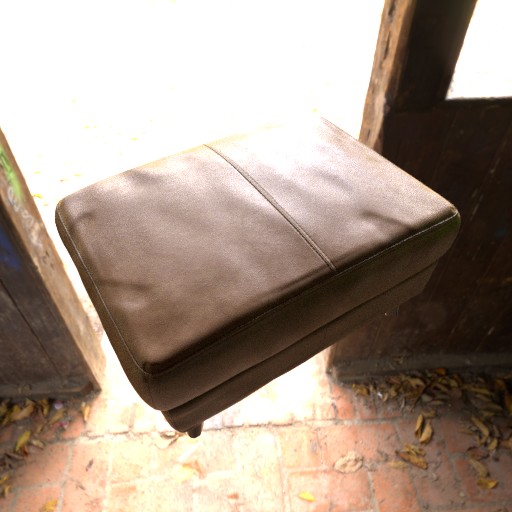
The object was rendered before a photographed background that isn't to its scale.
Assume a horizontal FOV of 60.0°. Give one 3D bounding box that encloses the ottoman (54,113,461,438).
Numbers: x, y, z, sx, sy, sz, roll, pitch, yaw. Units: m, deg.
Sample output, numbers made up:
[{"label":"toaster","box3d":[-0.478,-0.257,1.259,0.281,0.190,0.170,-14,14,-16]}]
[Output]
[{"label":"ottoman","box3d":[0.000,0.000,1.211,0.869,0.461,0.630,-25,51,-22]}]
